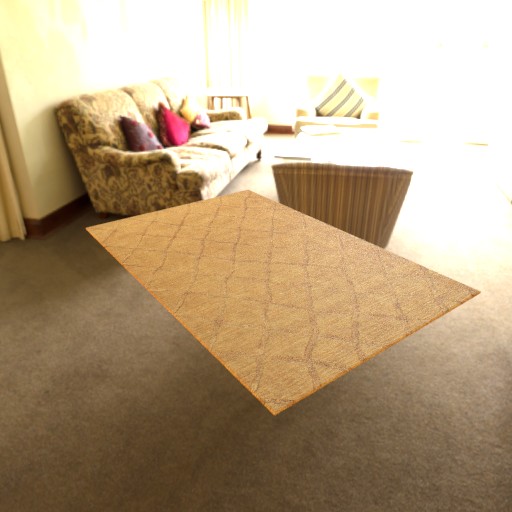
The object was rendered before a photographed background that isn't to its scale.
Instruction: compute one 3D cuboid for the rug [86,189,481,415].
[{"bbox_3d":[0.000,0.000,2.967,1.528,0.014,2.292,-19,32,-32],"label":"rug"}]
